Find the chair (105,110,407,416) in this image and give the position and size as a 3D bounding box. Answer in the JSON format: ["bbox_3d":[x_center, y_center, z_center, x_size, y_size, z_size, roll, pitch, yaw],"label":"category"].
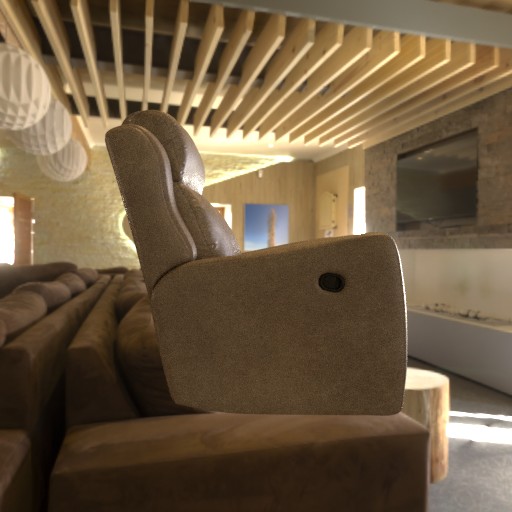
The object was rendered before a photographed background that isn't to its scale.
[{"bbox_3d":[0.000,0.000,1.964,1.068,1.116,0.965,0,1,0],"label":"chair"}]
